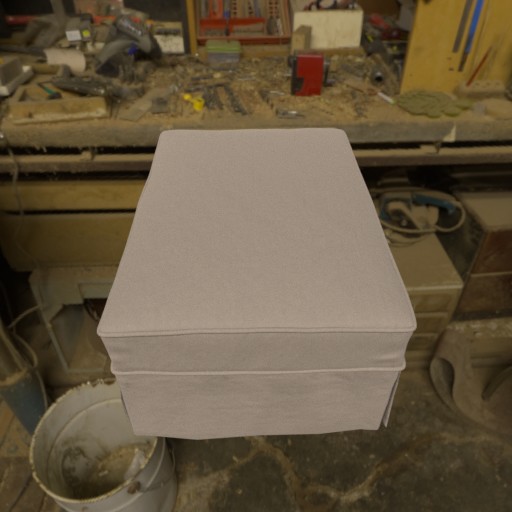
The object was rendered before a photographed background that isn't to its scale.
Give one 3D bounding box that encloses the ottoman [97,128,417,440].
[{"bbox_3d":[0.000,0.000,1.337,0.703,0.479,0.944,-1,41,-1],"label":"ottoman"}]
